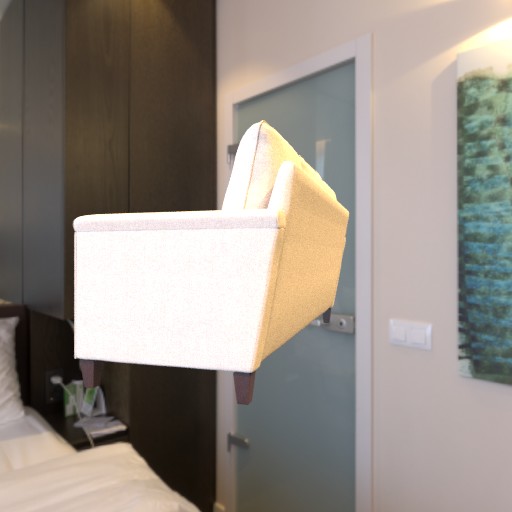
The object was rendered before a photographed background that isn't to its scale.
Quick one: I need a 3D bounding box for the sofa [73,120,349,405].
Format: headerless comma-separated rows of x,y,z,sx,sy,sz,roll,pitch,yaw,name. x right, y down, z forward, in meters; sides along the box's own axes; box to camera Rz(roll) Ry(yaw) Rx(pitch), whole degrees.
0.000,0.000,2.395,0.828,0.961,1.925,0,0,18,sofa
